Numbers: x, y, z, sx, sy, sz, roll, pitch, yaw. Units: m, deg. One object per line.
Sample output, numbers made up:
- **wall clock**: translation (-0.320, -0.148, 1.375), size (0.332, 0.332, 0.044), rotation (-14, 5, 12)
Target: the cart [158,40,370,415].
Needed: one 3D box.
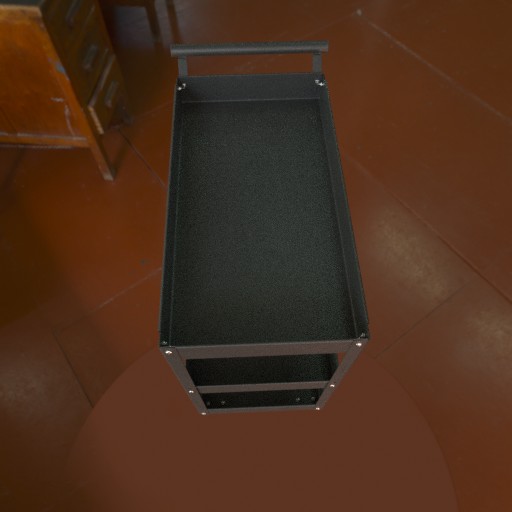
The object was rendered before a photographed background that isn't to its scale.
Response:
- **cart**: translation (0.000, 0.000, 1.197), size (0.366, 0.780, 0.719), rotation (-2, 61, -1)
